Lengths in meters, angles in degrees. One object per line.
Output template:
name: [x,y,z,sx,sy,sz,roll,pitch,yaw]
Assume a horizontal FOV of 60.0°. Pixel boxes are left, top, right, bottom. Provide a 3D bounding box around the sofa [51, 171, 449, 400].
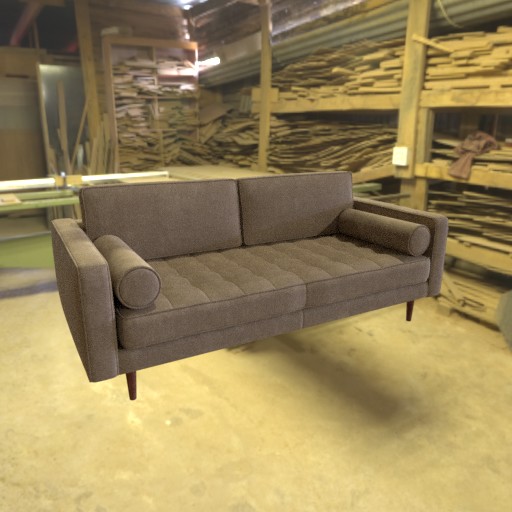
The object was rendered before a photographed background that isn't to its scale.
sofa: [0.000,0.000,2.300,1.883,0.769,0.920,-9,18,-28]
